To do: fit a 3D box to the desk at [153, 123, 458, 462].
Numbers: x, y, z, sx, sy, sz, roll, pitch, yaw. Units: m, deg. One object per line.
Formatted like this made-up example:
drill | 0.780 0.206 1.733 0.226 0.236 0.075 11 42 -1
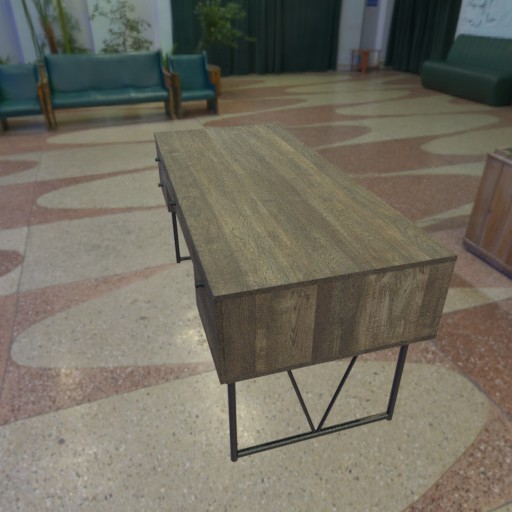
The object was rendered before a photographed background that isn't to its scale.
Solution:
desk | 0.000 0.000 2.035 0.730 0.780 1.600 -9 31 -14
